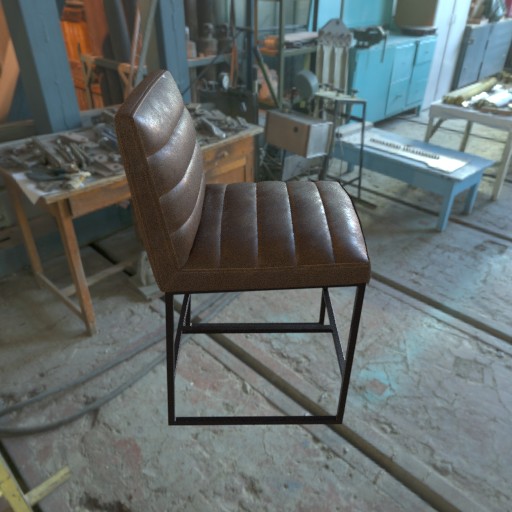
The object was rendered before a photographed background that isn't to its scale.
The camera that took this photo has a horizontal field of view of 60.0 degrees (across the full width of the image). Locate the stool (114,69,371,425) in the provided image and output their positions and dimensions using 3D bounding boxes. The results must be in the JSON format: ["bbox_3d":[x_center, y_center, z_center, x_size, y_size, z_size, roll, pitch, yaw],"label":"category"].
[{"bbox_3d":[0.000,0.000,1.268,0.562,0.942,0.463,0,34,0],"label":"stool"}]
